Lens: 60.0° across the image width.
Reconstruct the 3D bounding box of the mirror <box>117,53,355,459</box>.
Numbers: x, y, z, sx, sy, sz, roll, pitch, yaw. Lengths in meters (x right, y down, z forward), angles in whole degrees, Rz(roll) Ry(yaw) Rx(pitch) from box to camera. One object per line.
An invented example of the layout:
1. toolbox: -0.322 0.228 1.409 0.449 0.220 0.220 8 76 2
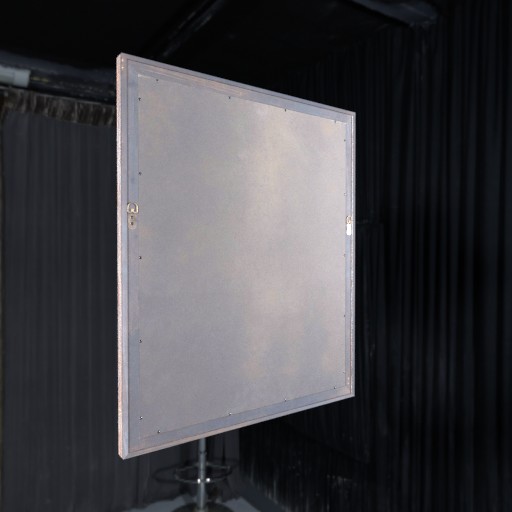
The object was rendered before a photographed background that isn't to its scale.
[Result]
1. mirror: 0.000 0.000 1.183 0.730 0.882 0.032 -1 1 -35
